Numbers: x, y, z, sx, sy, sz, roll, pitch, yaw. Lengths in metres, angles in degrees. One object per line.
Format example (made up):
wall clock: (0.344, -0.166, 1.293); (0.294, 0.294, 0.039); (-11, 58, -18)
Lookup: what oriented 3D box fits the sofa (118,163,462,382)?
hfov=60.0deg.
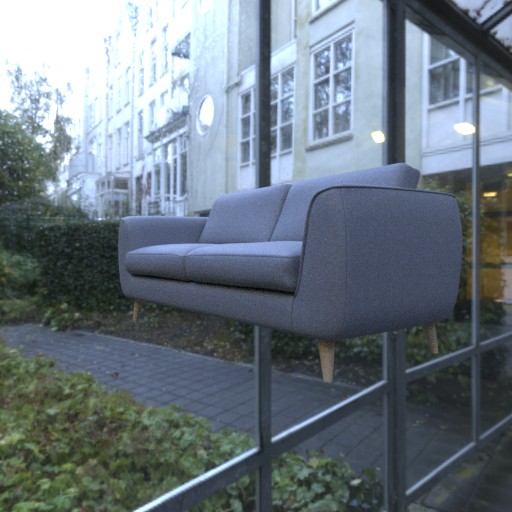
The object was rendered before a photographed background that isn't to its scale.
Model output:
sofa: (0.000, 0.000, 2.513); (0.920, 0.870, 2.000); (-1, 1, -38)
